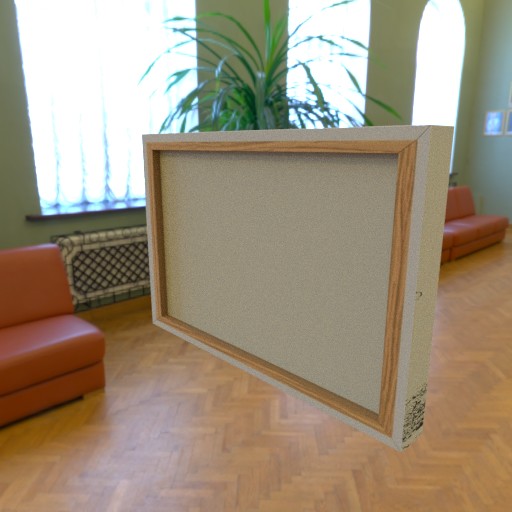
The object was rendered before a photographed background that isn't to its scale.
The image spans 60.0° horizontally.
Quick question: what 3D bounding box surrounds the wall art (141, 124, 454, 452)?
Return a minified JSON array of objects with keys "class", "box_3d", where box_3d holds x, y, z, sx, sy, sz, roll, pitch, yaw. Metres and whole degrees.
[{"class":"wall art","box_3d":[0.000,0.000,0.478,0.038,0.259,0.381,-13,19,-43]}]
